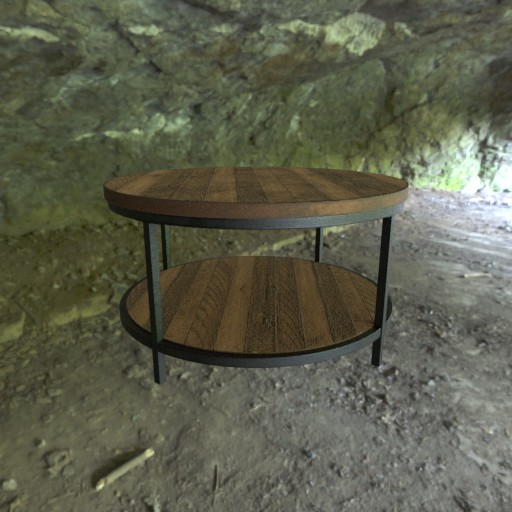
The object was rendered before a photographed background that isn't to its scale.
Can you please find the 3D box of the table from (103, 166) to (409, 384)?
[{"bbox_3d":[0.000,0.000,1.343,0.837,0.462,0.837,0,16,0],"label":"table"}]
